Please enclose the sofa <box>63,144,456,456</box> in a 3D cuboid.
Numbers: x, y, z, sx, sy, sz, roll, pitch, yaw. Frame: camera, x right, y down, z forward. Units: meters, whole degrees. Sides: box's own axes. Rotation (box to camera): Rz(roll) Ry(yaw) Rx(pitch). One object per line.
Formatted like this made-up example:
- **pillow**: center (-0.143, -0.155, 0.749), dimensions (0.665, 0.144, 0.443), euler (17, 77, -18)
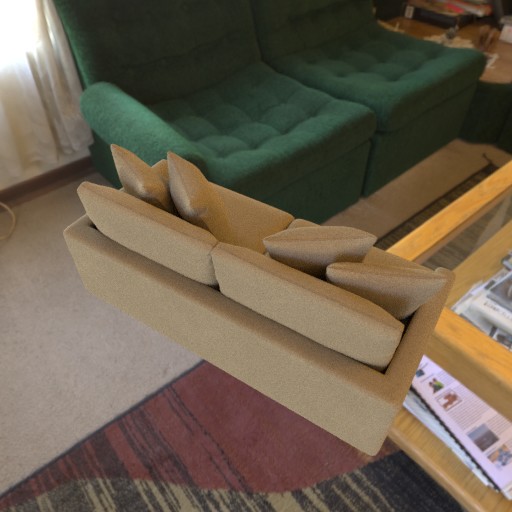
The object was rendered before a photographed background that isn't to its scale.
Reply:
- **sofa**: center (0.000, 0.000, 2.987), dimensions (2.380, 1.084, 1.228), euler (24, 50, 22)
